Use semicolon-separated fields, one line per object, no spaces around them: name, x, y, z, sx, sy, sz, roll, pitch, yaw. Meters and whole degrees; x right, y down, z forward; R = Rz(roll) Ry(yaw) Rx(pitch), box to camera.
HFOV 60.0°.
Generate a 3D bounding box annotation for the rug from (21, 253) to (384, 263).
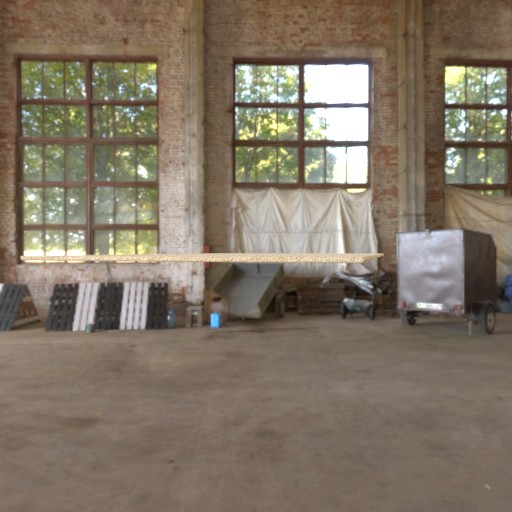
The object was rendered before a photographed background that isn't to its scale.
rug;0.000;0.000;3.397;1.800;0.025;2.699;0;1;18
